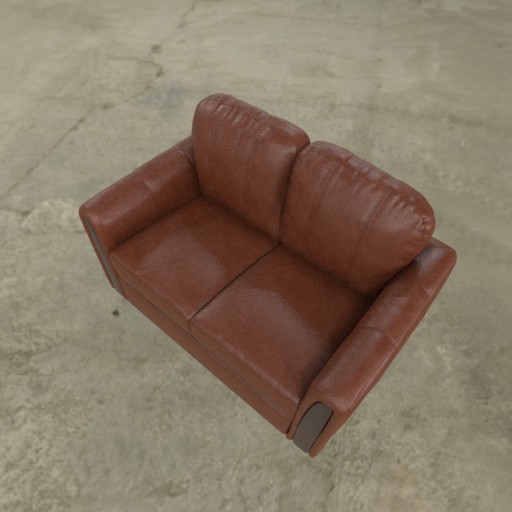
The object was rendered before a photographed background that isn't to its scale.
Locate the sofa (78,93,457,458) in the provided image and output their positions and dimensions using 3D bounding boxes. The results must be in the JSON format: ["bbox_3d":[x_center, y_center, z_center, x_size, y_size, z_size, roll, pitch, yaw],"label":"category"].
[{"bbox_3d":[0.000,0.000,1.897,1.406,0.906,0.805,33,55,27],"label":"sofa"}]
